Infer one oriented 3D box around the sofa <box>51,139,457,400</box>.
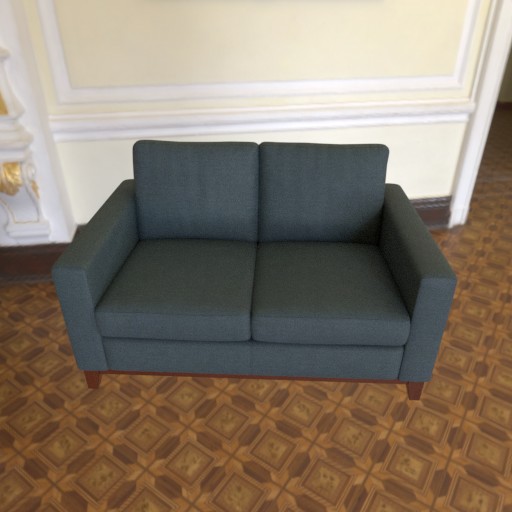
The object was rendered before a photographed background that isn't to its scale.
[{"bbox_3d":[0.000,0.000,2.070,1.489,0.903,0.955,1,31,2],"label":"sofa"}]
